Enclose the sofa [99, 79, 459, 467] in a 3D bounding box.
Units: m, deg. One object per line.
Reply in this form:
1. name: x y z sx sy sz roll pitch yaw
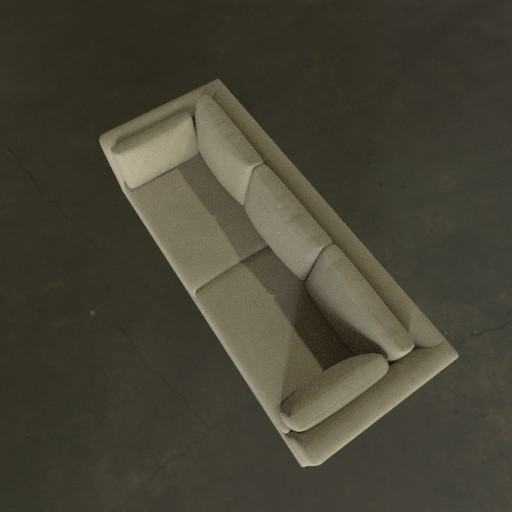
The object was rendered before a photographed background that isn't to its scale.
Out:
1. sofa: 0.000 0.000 2.928 0.969 0.867 2.415 -31 68 -14
